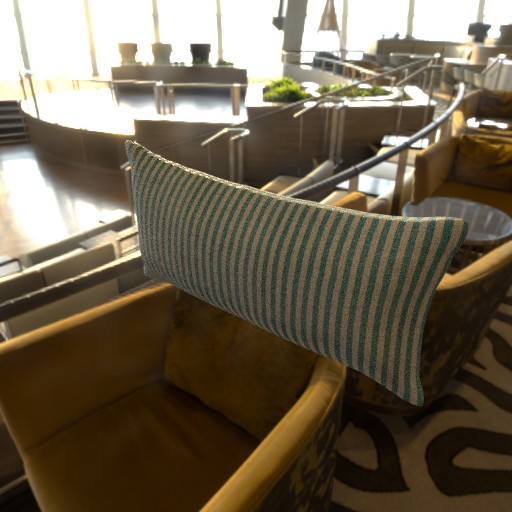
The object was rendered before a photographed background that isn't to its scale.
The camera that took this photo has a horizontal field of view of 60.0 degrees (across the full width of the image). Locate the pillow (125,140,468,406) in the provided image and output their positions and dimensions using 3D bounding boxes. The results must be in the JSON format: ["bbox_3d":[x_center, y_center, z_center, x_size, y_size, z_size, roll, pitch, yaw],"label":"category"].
[{"bbox_3d":[0.000,0.000,0.741,0.617,0.295,0.151,20,34,32],"label":"pillow"}]
